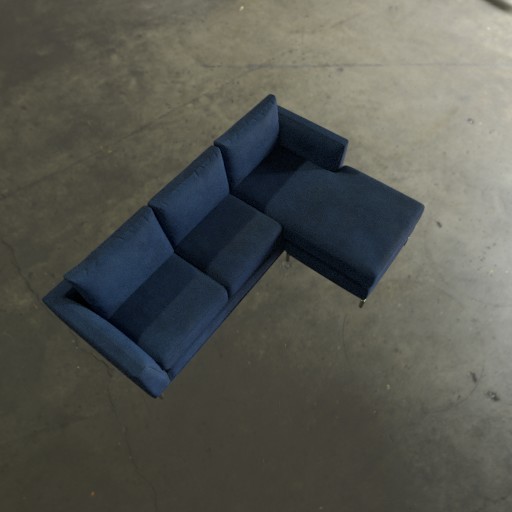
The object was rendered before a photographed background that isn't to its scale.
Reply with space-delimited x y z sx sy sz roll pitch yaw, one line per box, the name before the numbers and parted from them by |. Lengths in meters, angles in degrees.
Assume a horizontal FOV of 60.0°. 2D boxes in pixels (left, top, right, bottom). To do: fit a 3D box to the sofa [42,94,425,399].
sofa | 0.000 0.000 3.298 1.622 0.987 2.438 33 63 19
